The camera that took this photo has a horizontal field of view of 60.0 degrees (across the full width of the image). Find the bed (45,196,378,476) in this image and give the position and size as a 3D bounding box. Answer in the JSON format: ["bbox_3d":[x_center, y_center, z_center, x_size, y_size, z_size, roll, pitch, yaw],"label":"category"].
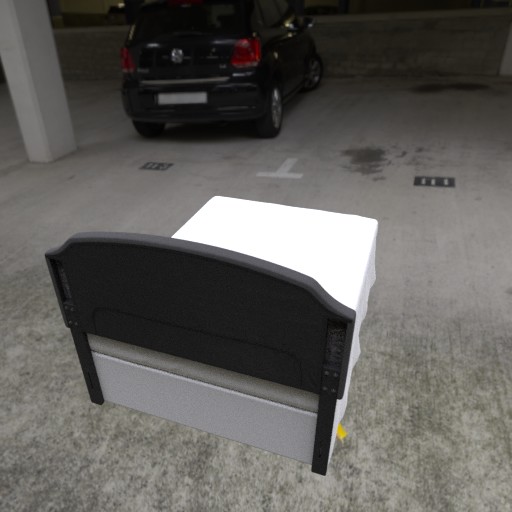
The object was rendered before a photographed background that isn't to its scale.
[{"bbox_3d":[0.000,0.000,2.997,1.558,1.270,1.999,10,33,16],"label":"bed"}]
